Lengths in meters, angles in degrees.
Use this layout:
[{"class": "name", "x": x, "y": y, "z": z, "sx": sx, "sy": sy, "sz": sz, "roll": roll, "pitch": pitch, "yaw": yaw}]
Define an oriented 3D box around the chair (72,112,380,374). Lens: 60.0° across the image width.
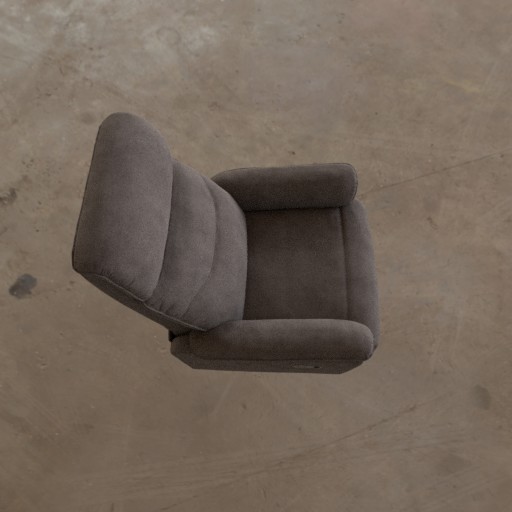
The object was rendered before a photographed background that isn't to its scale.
[{"class": "chair", "x": 0.000, "y": 0.000, "z": 1.738, "sx": 1.009, "sy": 1.036, "sz": 0.830, "roll": 1, "pitch": 64, "yaw": 0}]
